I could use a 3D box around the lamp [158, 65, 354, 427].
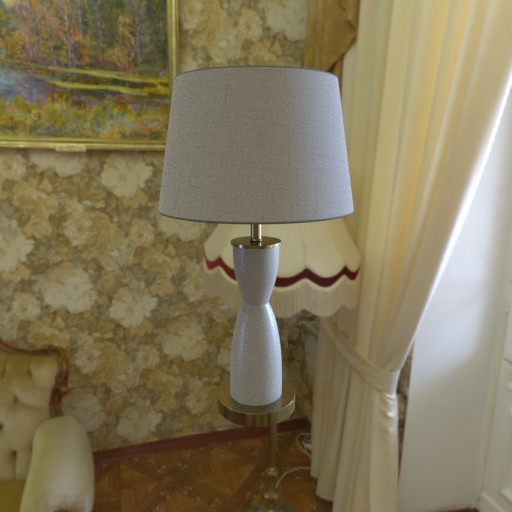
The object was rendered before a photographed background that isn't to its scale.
[{"bbox_3d":[0.000,0.000,0.733,0.309,0.545,0.309,0,13,0],"label":"lamp"}]
